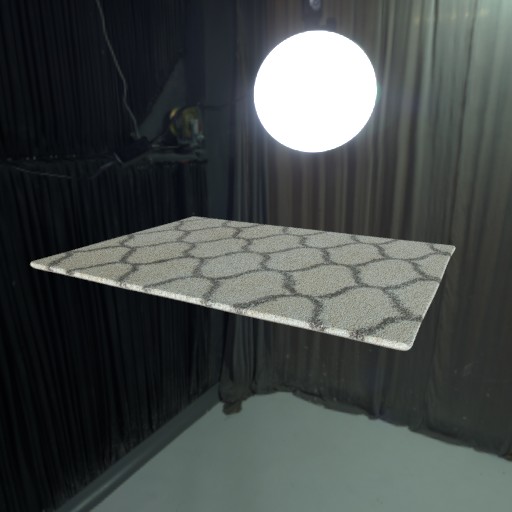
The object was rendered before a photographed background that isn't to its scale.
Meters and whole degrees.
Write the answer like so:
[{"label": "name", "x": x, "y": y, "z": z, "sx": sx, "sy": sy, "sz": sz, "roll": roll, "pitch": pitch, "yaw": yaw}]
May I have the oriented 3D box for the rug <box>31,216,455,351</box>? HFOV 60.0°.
[{"label": "rug", "x": 0.000, "y": 0.000, "z": 2.062, "sx": 1.600, "sy": 0.025, "sz": 1.200, "roll": 9, "pitch": 18, "yaw": 27}]
